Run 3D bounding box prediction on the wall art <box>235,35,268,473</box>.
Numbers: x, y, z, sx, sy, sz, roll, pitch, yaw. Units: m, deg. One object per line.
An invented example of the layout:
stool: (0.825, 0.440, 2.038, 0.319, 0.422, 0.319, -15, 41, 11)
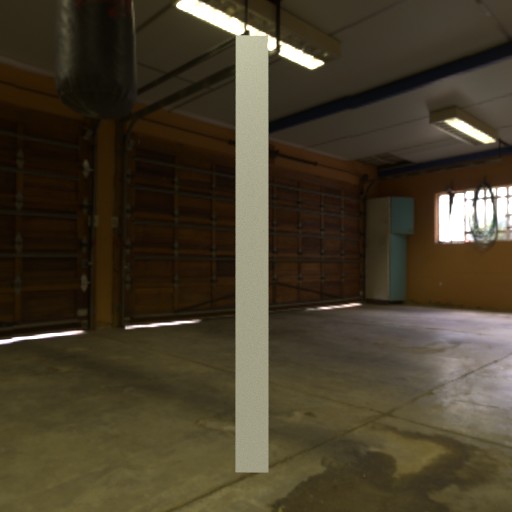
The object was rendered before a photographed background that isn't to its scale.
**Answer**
wall art: (0.000, 0.000, 0.766, 0.038, 0.506, 0.506, 0, -1, 1)
